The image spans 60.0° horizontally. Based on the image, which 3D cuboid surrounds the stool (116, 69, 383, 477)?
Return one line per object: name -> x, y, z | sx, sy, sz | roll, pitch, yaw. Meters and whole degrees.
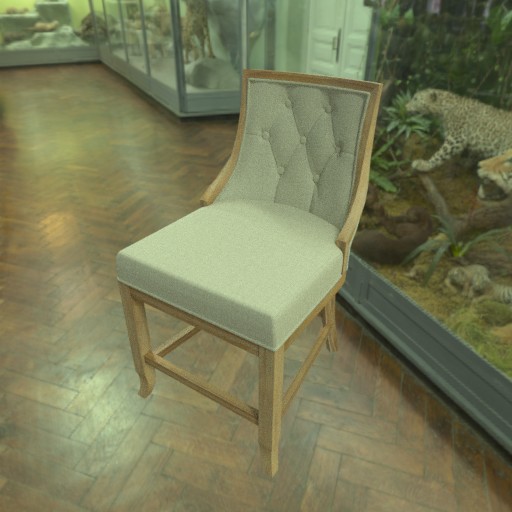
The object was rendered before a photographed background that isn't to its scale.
stool -> 0.000, 0.000, 1.320 | 0.524, 0.938, 0.626 | 19, 36, 28
